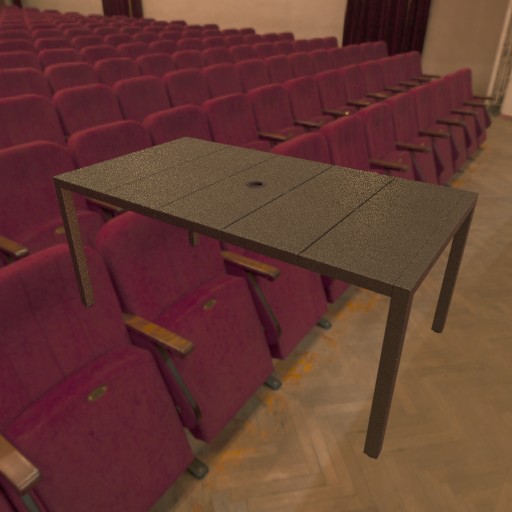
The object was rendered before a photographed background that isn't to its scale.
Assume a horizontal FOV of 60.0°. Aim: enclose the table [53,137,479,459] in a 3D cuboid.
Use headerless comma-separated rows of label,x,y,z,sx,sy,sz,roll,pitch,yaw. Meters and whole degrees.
table,0.000,0.000,2.154,1.680,0.735,0.914,19,34,30
